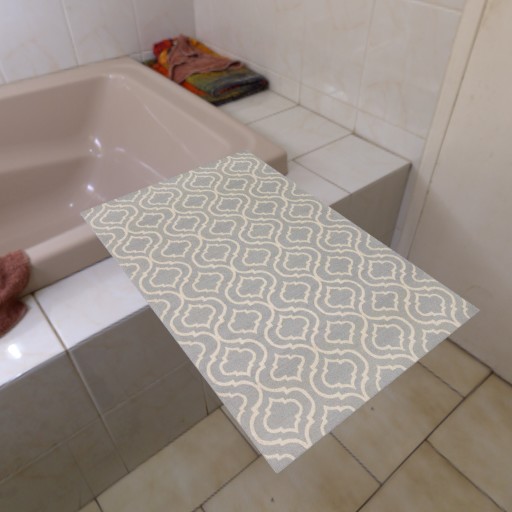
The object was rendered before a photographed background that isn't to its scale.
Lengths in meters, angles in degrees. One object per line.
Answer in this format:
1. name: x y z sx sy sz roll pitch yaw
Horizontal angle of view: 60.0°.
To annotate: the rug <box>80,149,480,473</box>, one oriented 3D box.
1. rug: 0.000 0.000 2.204 1.141 0.015 1.749 -27 49 -26
